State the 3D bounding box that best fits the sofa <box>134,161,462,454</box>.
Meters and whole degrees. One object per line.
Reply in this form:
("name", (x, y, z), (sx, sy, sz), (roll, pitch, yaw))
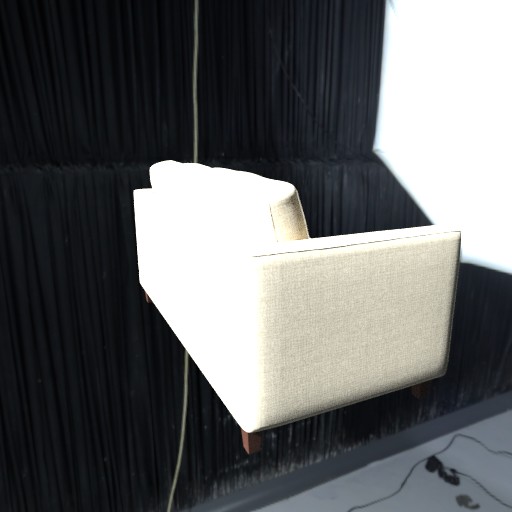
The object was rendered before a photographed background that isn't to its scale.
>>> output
("sofa", (0.000, 0.000, 2.389), (0.950, 0.963, 1.884), (-7, 16, -24))
